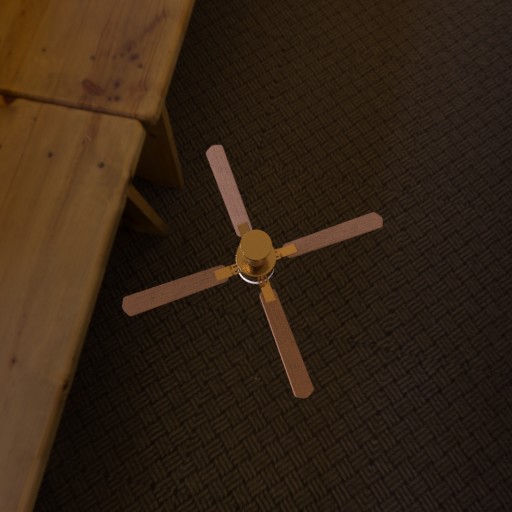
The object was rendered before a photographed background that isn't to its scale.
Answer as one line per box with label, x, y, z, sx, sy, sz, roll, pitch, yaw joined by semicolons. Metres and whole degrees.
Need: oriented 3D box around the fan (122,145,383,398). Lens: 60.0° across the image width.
fan;0.000;0.000;2.025;1.320;0.355;1.320;-19;75;-5
